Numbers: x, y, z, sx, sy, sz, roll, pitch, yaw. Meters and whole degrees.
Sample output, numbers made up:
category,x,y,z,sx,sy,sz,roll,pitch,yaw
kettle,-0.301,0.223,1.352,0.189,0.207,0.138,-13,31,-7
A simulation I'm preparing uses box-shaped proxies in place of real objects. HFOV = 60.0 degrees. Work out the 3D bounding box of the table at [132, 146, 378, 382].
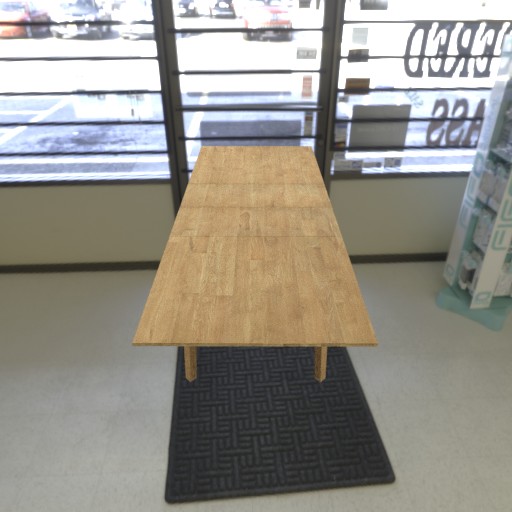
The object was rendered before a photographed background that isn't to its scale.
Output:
category,x,y,z,sx,sy,sz,roll,pitch,yaw
table,0.000,0.000,3.107,1.000,0.752,2.603,0,31,0
